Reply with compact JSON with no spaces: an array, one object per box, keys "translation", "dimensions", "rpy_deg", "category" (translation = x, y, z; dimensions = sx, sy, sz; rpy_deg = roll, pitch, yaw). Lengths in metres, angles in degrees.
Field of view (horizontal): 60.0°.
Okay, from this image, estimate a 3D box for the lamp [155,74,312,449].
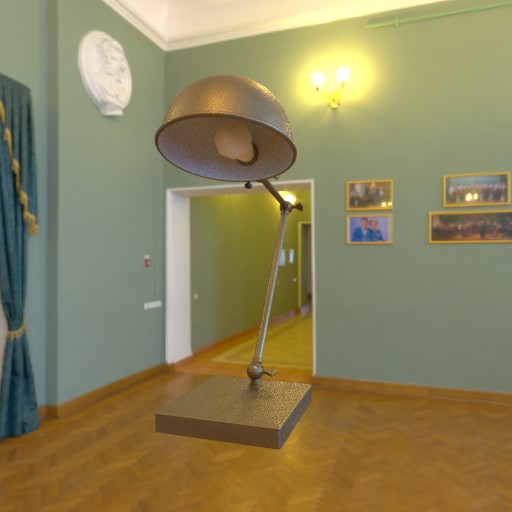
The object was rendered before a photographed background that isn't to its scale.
[{"translation":[0.000,0.000,0.561],"dimensions":[0.149,0.371,0.339],"rpy_deg":[0,0,19],"category":"lamp"}]
